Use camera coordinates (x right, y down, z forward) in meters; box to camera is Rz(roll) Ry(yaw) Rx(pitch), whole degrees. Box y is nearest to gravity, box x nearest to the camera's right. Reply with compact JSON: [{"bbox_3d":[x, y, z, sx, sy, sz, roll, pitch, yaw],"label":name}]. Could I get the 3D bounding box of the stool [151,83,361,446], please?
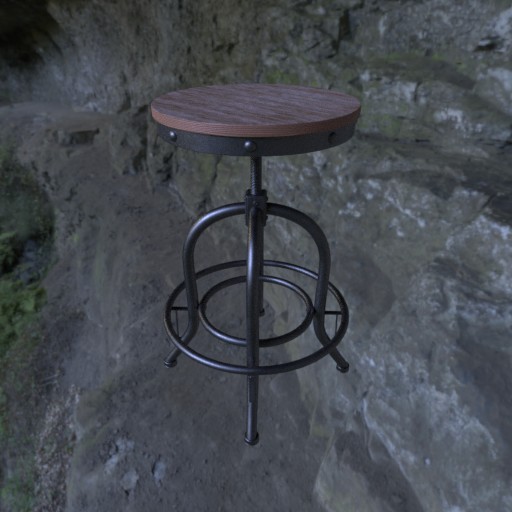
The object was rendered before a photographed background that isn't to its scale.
[{"bbox_3d":[0.000,0.000,0.902,0.439,0.609,0.439,1,30,2],"label":"stool"}]
